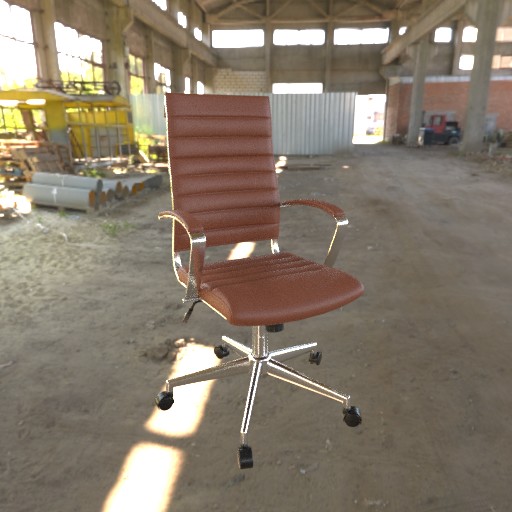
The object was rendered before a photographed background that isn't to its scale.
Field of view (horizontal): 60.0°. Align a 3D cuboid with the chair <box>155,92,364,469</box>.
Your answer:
[{"bbox_3d":[0.000,0.000,1.619,0.766,1.149,0.739,-8,18,-27],"label":"chair"}]
